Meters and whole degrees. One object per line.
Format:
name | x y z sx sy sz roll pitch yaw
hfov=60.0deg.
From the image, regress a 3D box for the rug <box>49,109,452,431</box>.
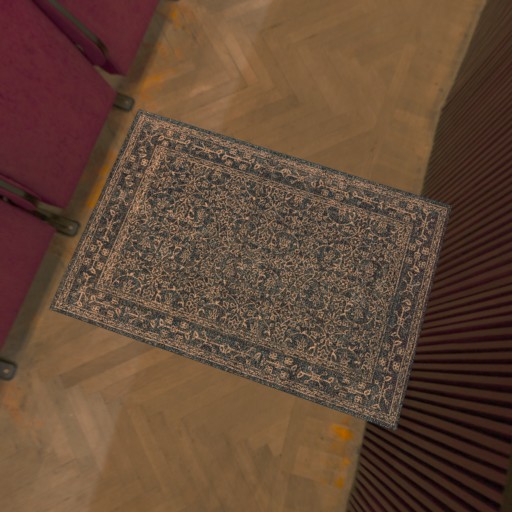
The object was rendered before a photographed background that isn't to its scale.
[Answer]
rug | 0.000 0.000 2.316 1.819 0.005 1.200 18 77 4
